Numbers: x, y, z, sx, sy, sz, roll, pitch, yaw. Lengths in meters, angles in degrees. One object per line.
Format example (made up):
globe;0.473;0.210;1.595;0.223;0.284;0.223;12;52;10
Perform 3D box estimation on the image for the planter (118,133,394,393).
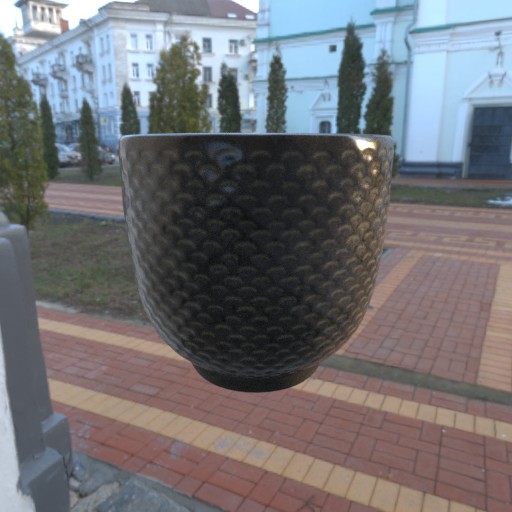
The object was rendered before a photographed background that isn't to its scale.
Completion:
planter;0.000;0.000;0.306;0.172;0.160;0.172;0;14;0
